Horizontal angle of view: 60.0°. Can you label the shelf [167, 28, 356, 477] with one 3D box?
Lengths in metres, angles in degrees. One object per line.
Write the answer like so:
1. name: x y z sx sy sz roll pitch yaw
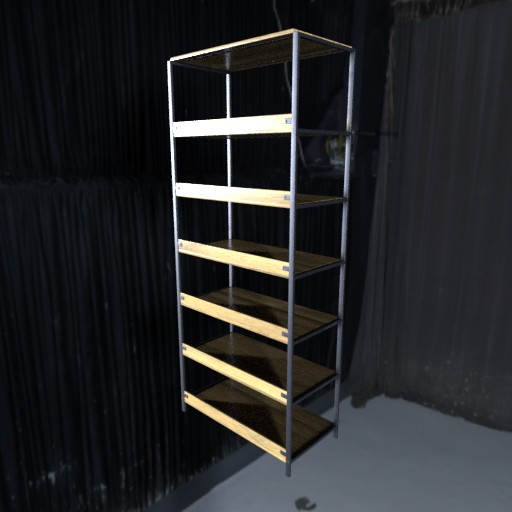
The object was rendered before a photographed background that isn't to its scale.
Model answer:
1. shelf: 0.000 0.000 2.368 0.847 2.015 0.431 12 18 42
